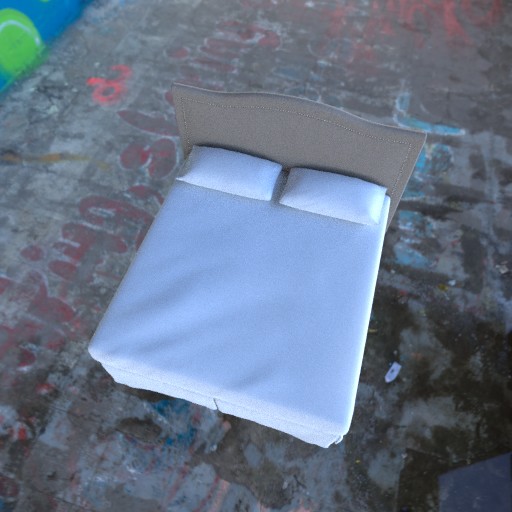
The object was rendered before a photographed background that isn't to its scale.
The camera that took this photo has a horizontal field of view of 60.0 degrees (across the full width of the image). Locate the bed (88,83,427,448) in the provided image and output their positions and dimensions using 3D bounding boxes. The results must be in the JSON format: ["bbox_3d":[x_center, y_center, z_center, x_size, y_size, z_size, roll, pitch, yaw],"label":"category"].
[{"bbox_3d":[0.000,0.000,3.495,2.083,1.421,2.182,14,59,9],"label":"bed"}]
